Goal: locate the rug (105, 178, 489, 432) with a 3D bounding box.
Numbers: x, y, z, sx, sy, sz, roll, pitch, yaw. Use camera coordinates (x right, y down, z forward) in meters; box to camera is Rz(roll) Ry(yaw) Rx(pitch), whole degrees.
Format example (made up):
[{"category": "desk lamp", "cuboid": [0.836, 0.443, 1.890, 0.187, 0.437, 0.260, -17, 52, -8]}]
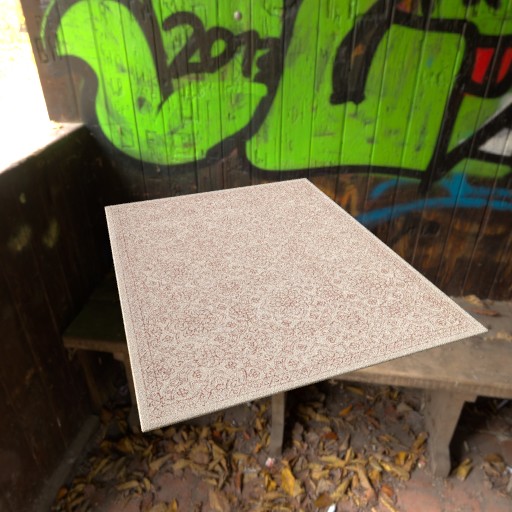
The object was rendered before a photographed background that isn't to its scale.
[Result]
[{"category": "rug", "cuboid": [0.000, 0.000, 4.024, 2.441, 0.015, 3.050, -11, 34, -17]}]
